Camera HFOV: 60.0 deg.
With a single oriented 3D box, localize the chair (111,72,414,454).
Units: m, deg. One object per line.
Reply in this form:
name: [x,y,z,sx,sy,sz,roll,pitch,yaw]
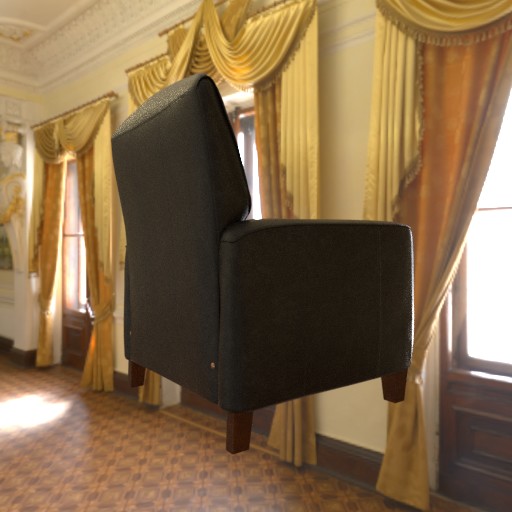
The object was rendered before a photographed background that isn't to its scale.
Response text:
chair: [0.000,0.000,1.631,0.864,1.014,0.848,0,0,-36]
